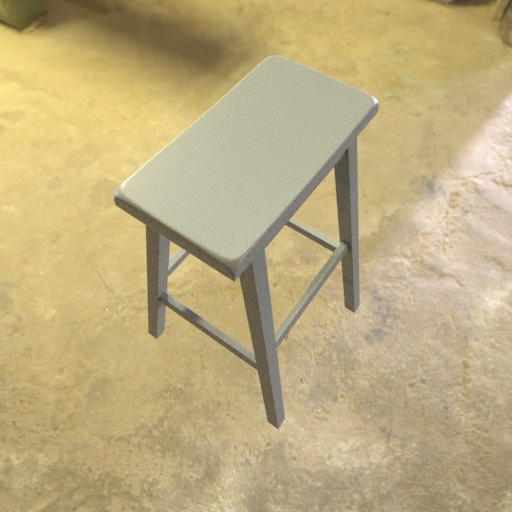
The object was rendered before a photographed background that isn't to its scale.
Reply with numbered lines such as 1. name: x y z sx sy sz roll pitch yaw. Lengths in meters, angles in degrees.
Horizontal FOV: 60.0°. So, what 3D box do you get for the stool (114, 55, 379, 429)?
1. stool: 0.000 0.000 1.060 0.476 0.737 0.457 31 63 18
